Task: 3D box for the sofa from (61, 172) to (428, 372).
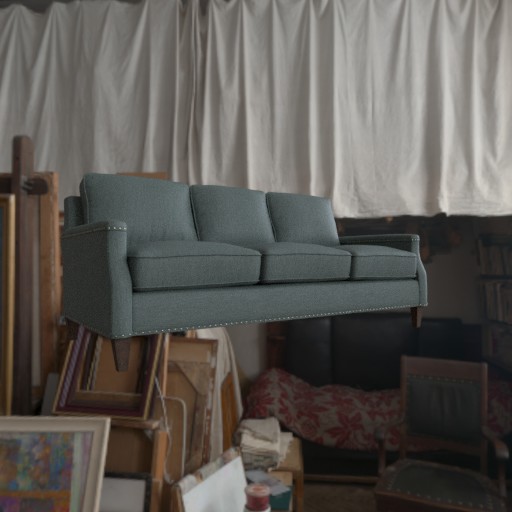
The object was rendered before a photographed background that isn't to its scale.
[{"bbox_3d":[0.000,0.000,2.916,2.246,1.003,1.084,0,0,-35],"label":"sofa"}]
